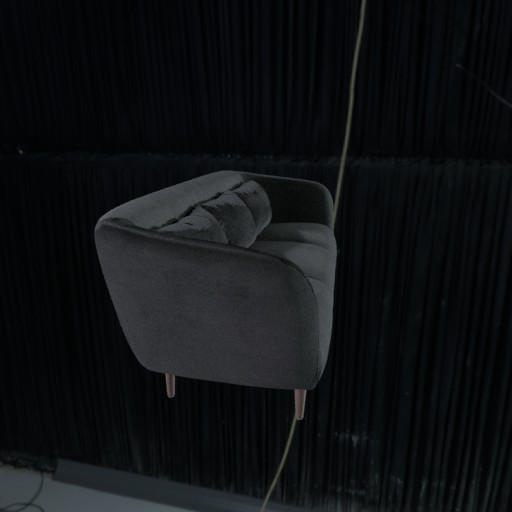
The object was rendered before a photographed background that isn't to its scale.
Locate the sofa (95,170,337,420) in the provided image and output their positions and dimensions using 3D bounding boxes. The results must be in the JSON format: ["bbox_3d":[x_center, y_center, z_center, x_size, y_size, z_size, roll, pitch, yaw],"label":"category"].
[{"bbox_3d":[0.000,0.000,2.690,0.956,0.875,2.296,3,16,10],"label":"sofa"}]
